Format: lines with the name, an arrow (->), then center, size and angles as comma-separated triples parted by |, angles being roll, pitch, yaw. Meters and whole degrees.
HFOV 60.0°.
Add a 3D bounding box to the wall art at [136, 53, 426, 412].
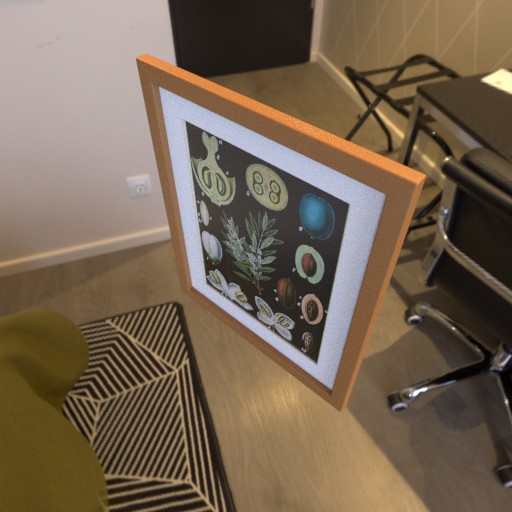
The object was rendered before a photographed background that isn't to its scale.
wall art -> 0.000, 0.000, 0.518 | 0.310, 0.379, 0.015 | 33, 55, 26
